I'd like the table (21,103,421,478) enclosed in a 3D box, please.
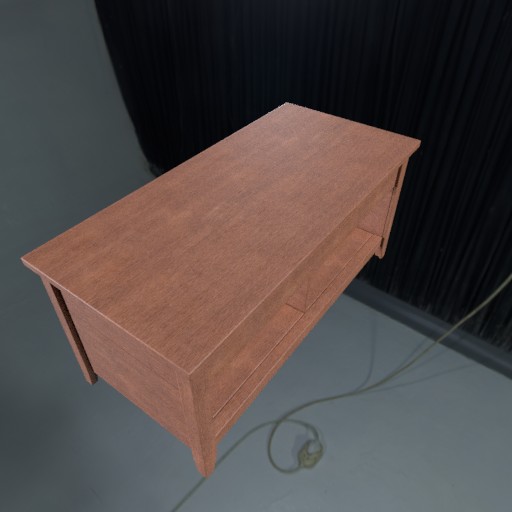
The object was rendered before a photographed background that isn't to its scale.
[{"bbox_3d":[0.000,0.000,1.282,0.483,0.457,1.016,26,48,27],"label":"table"}]
